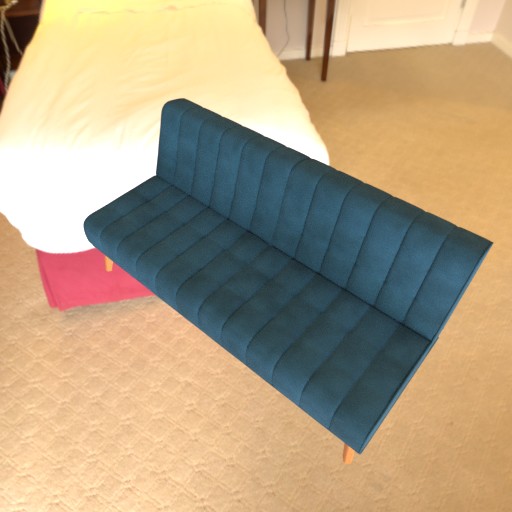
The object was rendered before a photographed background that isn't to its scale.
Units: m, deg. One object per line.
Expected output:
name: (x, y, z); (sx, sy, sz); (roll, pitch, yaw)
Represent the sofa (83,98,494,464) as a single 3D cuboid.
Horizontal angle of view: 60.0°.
sofa: (0.000, 0.000, 2.235); (1.804, 0.813, 0.855); (32, 55, 26)
